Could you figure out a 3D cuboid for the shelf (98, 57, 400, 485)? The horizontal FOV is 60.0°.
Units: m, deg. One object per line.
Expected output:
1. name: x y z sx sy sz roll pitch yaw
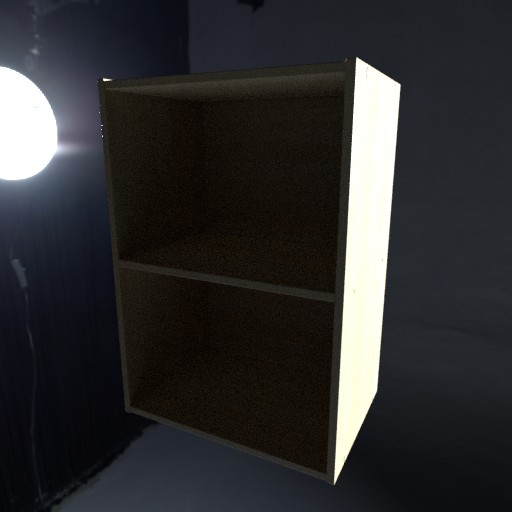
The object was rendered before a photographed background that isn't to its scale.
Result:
1. shelf: 0.000 0.000 0.803 0.414 0.592 0.290 7 16 26
